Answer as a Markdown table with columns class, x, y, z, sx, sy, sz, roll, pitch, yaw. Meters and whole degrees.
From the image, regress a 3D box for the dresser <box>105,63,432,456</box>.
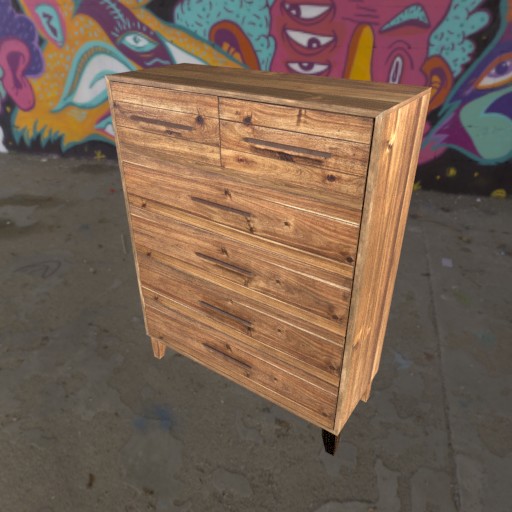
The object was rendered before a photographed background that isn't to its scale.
| class | x | y | z | sx | sy | sz | roll | pitch | yaw |
| --- | --- | --- | --- | --- | --- | --- | --- | --- | --- |
| dresser | 0.000 | 0.000 | 1.872 | 1.062 | 1.393 | 0.442 | 19 | 35 | 29 |
